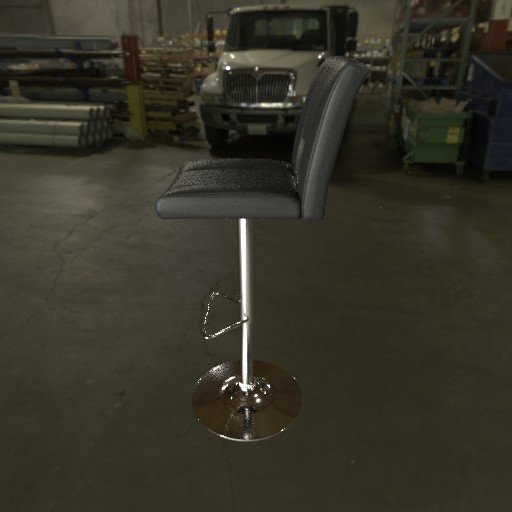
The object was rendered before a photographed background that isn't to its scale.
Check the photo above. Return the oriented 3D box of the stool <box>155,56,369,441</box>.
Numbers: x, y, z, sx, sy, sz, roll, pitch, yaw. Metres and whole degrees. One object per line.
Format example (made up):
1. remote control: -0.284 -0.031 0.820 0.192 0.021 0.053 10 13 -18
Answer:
1. stool: 0.000 0.000 1.398 0.520 1.151 0.415 1 25 1
